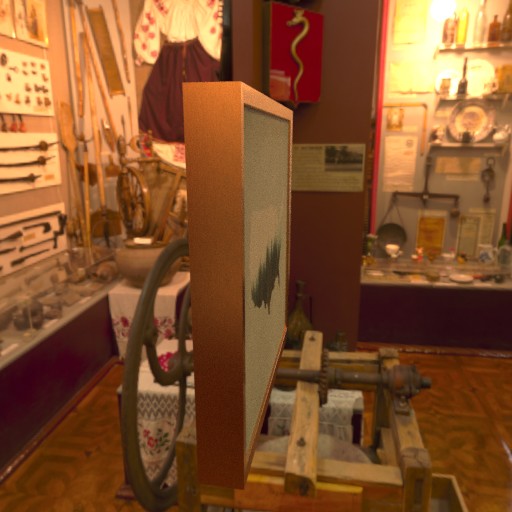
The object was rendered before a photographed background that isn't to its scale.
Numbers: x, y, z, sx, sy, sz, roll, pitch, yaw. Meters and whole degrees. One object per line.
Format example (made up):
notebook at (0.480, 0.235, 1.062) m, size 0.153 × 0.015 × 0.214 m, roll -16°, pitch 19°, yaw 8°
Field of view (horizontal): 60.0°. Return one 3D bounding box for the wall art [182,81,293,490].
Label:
wall art at (0.000, 0.000, 0.461) m, size 0.038 × 0.304 × 0.304 m, roll 3°, pitch 15°, yaw 10°
